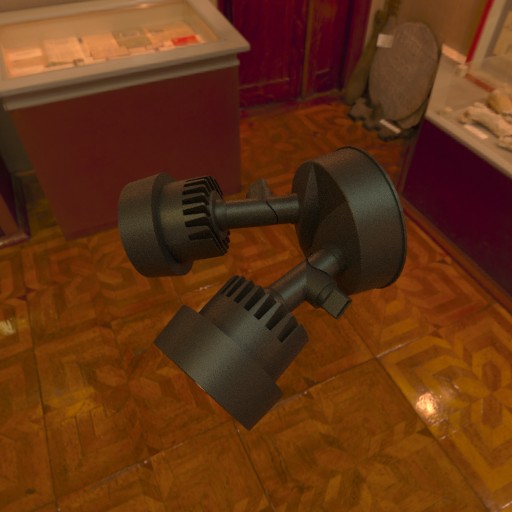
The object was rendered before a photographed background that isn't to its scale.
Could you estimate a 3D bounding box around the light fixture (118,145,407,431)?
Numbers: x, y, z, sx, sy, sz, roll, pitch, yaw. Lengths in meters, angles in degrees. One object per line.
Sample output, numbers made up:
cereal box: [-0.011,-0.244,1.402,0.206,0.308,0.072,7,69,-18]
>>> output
light fixture: [0.000,0.000,0.312,0.168,0.120,0.213,-17,49,-16]
